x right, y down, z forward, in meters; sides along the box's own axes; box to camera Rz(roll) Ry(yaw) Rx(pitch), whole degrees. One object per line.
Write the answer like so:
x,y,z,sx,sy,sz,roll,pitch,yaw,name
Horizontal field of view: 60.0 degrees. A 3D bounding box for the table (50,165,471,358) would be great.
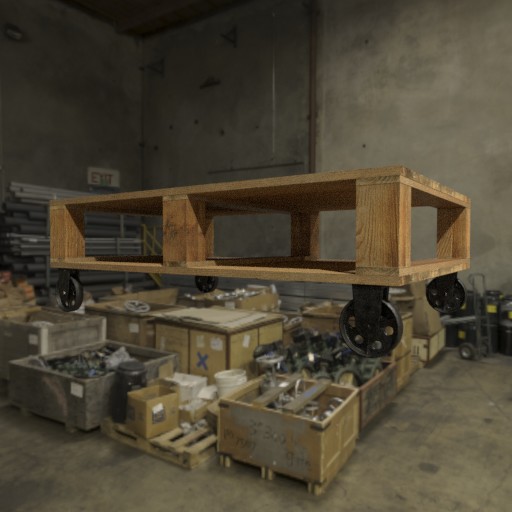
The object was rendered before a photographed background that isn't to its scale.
0.000,0.000,1.626,1.299,0.413,0.827,1,2,35,table
